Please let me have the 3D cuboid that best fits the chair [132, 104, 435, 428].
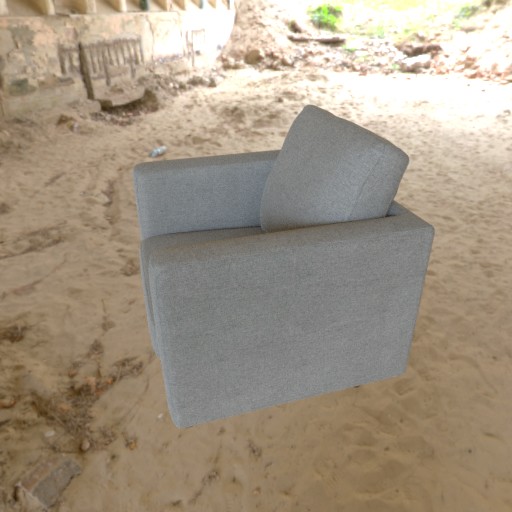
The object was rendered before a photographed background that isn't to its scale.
[{"bbox_3d":[0.000,0.000,1.573,0.800,0.927,0.855,-8,31,-14],"label":"chair"}]
